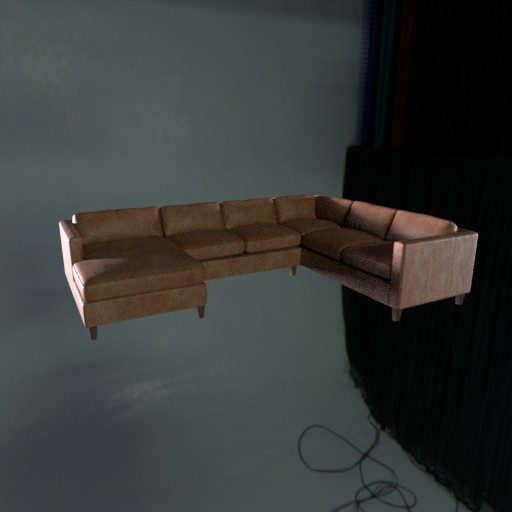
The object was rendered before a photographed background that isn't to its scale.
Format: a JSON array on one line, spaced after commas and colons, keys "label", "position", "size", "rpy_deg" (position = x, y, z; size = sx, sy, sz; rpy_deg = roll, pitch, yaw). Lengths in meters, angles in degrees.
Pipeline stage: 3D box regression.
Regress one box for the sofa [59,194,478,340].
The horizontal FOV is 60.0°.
[{"label": "sofa", "position": [0.000, 0.000, 4.458], "size": [3.401, 0.832, 2.430], "rpy_deg": [-8, 18, -27]}]
